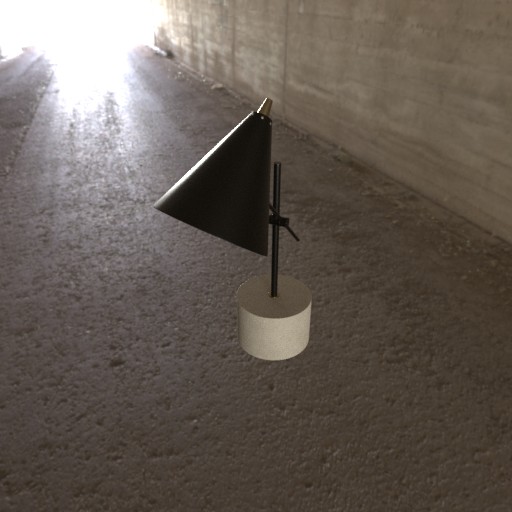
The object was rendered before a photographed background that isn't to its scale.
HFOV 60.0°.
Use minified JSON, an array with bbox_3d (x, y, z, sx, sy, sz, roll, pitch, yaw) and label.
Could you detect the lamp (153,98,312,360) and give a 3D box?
[{"bbox_3d":[0.000,0.000,0.722,0.214,0.518,0.403,20,36,30],"label":"lamp"}]
